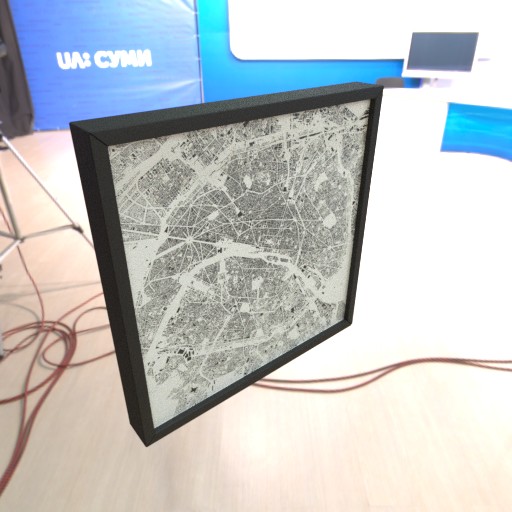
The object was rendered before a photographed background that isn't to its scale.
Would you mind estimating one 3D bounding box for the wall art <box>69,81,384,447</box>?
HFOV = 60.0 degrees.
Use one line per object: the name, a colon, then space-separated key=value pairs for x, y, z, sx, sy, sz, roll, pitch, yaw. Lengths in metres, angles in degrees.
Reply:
wall art: x=0.000 y=0.000 z=0.452 sx=0.305 sy=0.305 sz=0.037 roll=-22 pitch=36 yaw=-33
